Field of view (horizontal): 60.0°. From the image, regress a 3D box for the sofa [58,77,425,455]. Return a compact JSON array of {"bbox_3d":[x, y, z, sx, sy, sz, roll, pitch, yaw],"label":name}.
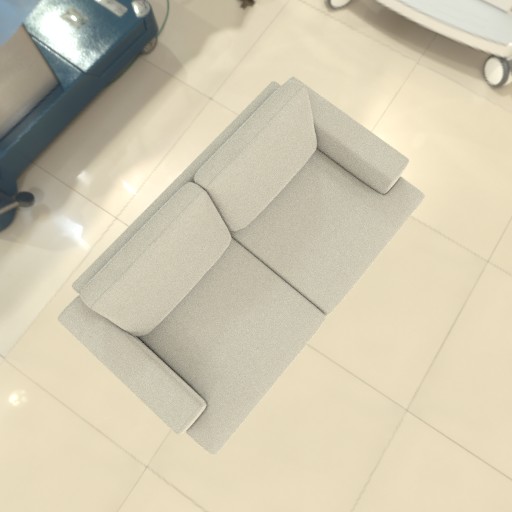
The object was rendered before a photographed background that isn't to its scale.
[{"bbox_3d":[0.000,0.000,2.178,0.920,0.810,1.650,40,78,10],"label":"sofa"}]
